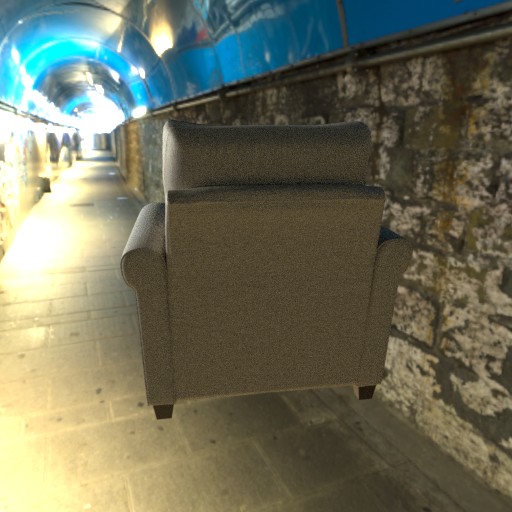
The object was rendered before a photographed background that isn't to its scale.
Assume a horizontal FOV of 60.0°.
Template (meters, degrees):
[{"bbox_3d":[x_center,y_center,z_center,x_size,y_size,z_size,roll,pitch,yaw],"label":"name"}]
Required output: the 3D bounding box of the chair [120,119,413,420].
[{"bbox_3d":[0.000,0.000,2.347,1.275,1.349,1.180,-2,15,-9],"label":"chair"}]
